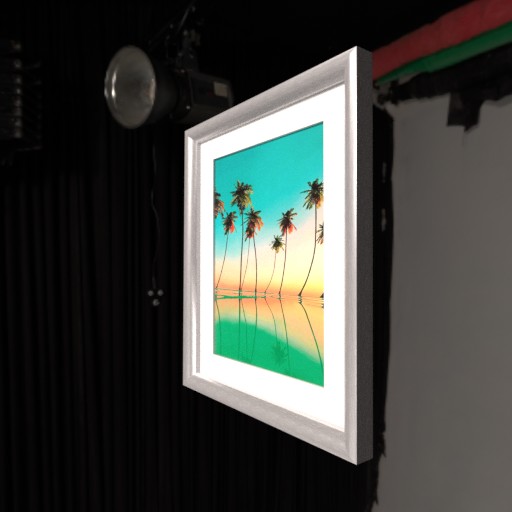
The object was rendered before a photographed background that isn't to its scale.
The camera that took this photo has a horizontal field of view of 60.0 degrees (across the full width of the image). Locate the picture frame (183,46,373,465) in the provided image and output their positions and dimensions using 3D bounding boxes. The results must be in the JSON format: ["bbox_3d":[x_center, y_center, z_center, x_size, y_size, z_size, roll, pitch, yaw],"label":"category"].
[{"bbox_3d":[0.000,0.000,0.536,0.027,0.378,0.327,1,-1,-37],"label":"picture frame"}]
